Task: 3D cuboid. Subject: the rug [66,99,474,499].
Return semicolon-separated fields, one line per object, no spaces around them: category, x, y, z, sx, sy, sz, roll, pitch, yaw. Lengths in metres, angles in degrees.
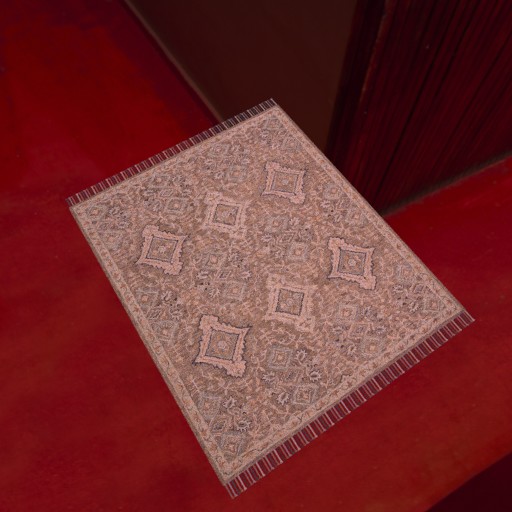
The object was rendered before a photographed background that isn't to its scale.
rug;0.000;0.000;4.027;2.437;0.010;3.056;-30;67;-14
